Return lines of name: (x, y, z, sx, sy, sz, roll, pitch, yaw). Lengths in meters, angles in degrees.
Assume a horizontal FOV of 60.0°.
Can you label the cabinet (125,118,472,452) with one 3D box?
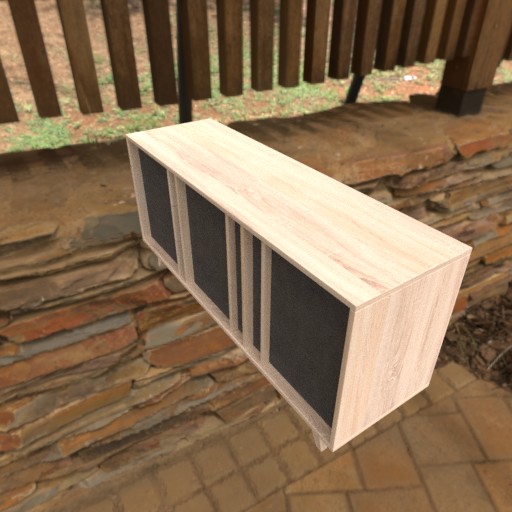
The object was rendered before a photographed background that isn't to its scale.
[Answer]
cabinet: (0.000, 0.000, 2.037, 0.500, 0.780, 1.650, -21, 39, -28)
